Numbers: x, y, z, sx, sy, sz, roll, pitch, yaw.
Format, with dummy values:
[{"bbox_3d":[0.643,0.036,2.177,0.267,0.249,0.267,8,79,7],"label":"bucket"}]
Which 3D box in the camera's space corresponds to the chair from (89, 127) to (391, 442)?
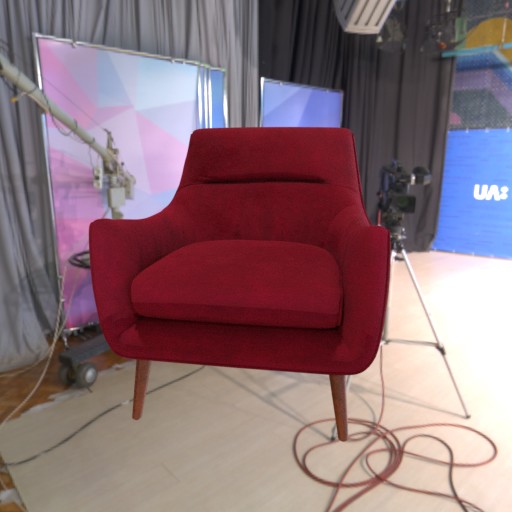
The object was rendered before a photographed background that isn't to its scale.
[{"bbox_3d":[0.000,0.000,1.454,0.762,0.838,0.787,2,14,9],"label":"chair"}]
